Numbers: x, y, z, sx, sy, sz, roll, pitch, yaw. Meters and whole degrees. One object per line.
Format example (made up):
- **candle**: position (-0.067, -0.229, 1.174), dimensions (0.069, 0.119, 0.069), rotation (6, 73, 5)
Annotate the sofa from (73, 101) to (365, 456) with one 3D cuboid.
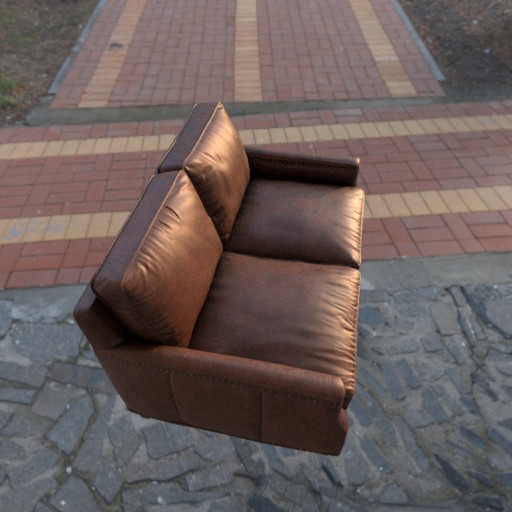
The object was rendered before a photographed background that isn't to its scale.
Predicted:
- **sofa**: position (0.000, 0.000, 2.286), dimensions (1.083, 1.003, 1.628), rotation (8, 47, 8)
